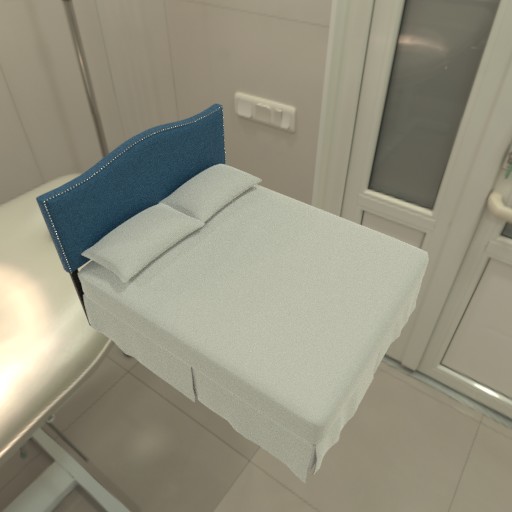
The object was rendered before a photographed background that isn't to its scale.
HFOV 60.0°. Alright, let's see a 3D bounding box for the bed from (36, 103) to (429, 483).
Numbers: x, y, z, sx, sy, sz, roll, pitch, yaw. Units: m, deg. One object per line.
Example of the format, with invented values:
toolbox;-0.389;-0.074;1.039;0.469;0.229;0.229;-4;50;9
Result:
bed;0.000;0.000;2.855;1.872;1.169;1.610;25;48;26
